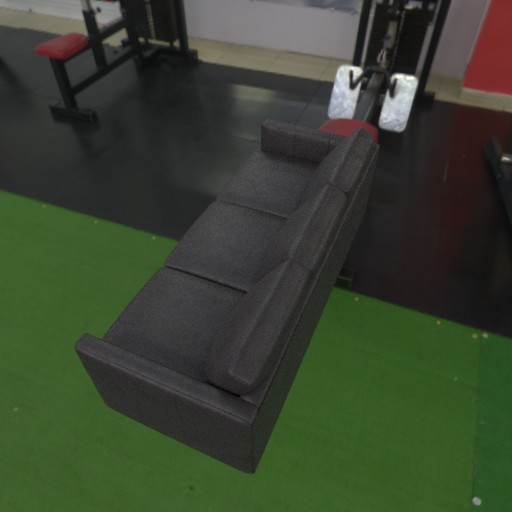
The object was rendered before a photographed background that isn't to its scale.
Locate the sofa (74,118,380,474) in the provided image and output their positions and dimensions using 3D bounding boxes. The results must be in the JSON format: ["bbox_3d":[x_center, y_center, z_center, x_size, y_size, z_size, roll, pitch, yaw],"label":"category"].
[{"bbox_3d":[0.000,0.000,3.047,1.045,1.006,2.464,18,49,16],"label":"sofa"}]
